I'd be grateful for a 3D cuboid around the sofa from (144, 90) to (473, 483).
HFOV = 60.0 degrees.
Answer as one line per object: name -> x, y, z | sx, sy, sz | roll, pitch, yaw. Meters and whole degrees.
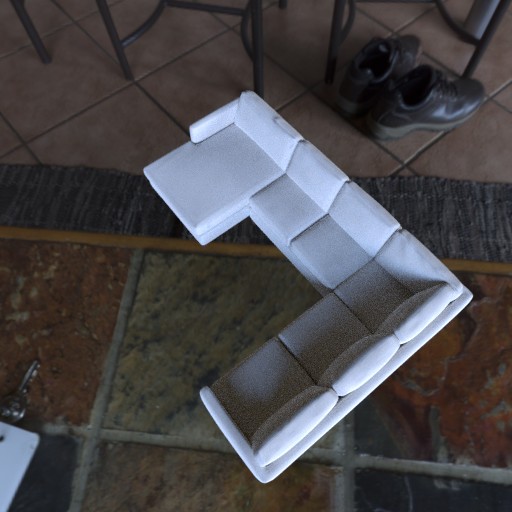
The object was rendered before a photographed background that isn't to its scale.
sofa -> 0.000, 0.000, 4.638 | 2.593, 0.956, 3.459 | -35, 68, -16
